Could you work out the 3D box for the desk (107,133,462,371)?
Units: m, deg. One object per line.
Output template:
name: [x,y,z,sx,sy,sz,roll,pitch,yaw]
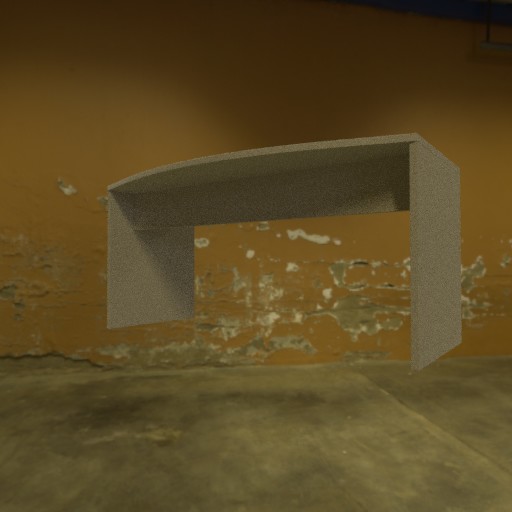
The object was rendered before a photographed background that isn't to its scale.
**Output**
desk: [0.000,0.000,2.055,1.600,0.750,0.802,-1,-2,36]
